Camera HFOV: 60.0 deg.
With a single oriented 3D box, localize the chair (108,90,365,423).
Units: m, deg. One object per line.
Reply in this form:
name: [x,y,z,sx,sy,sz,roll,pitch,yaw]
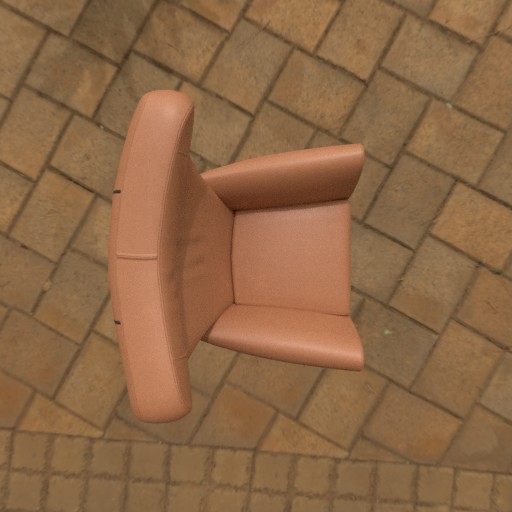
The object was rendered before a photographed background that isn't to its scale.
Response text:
chair: [0.000,0.000,1.759,0.900,1.050,0.980,0,90,1]
